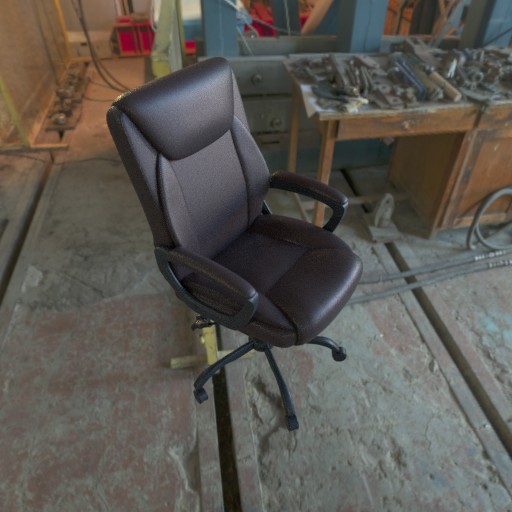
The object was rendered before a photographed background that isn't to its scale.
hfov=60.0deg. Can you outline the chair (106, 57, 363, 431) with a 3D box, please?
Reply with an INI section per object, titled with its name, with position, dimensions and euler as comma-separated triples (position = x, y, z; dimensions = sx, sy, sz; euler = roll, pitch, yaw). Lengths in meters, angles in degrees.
[chair]
position = 0.000, 0.000, 1.458
dimensions = 0.655, 1.072, 0.615
euler = 25, 47, 26
